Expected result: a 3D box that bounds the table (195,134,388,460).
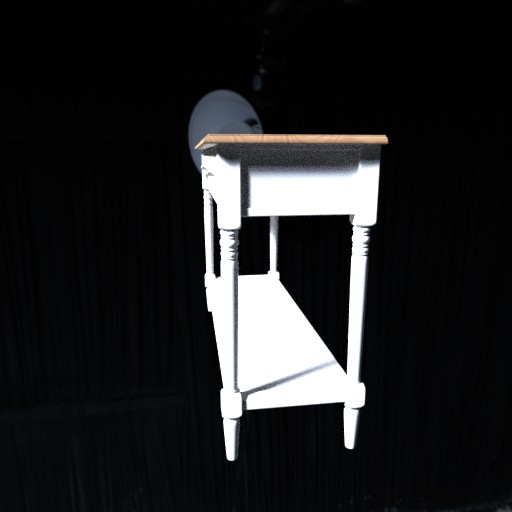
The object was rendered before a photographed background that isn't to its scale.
[{"bbox_3d":[0.000,0.000,1.607,0.399,0.800,1.219,-2,13,-8],"label":"table"}]
